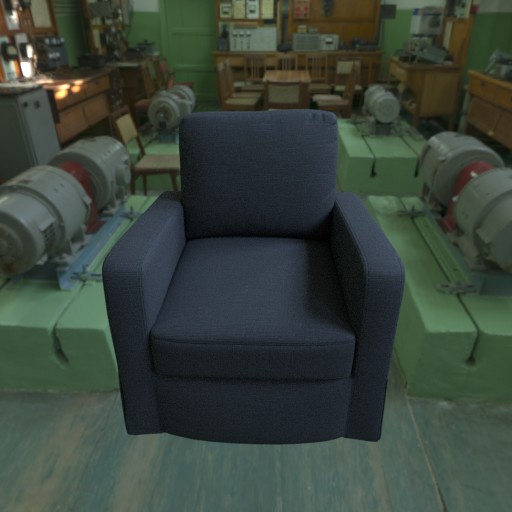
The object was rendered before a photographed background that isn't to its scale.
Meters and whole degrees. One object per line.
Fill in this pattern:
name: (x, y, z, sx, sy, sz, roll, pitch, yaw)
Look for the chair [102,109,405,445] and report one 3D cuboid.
chair: (0.000, 0.000, 1.514, 0.798, 0.855, 0.863, 1, 29, 2)
